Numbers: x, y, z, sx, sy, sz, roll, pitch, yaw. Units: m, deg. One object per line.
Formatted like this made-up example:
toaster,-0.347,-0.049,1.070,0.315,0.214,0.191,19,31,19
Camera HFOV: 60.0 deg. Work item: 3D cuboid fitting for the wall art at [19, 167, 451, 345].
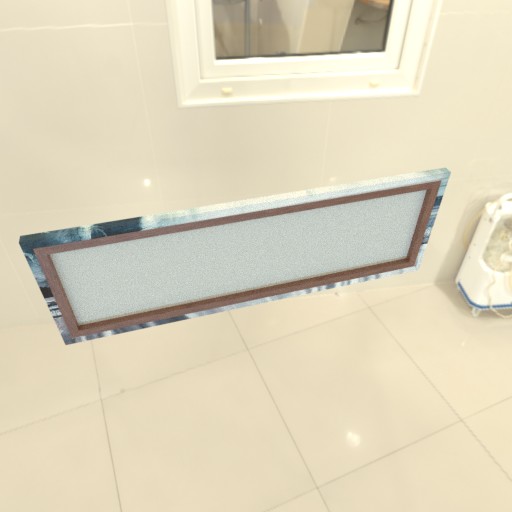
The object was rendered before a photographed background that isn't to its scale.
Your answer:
wall art,0.000,0.000,1.697,1.524,0.509,0.037,-11,42,-12
